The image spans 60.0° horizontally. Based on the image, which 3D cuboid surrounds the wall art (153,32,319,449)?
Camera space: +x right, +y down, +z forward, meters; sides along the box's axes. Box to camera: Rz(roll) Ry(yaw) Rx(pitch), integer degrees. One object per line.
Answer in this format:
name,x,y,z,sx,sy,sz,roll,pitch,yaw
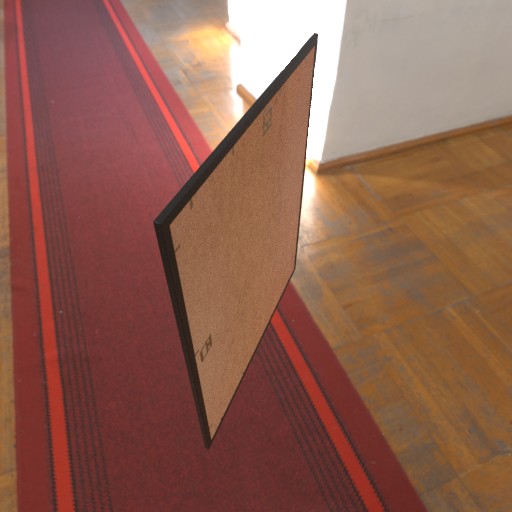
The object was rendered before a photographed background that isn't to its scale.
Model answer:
wall art,0.000,0.000,0.886,0.018,0.660,0.559,17,49,15
